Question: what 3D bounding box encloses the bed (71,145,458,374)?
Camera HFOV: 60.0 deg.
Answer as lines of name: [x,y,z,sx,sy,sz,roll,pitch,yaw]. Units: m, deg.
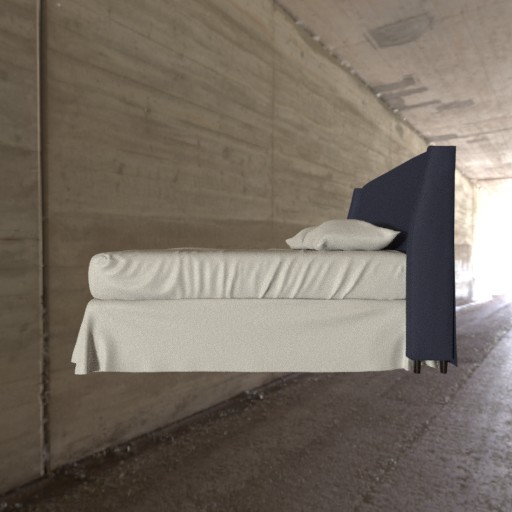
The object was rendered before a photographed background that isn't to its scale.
bed: [0.000,0.000,3.445,2.276,1.332,1.925,0,1,-1]
